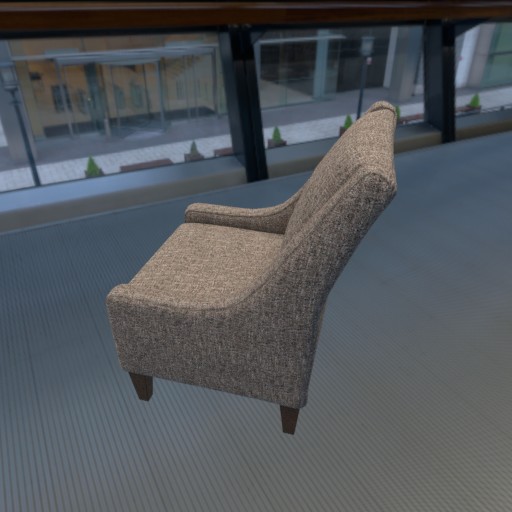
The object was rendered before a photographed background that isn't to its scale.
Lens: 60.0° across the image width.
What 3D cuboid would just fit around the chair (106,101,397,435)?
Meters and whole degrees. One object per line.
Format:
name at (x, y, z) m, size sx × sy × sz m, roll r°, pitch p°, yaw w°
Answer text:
chair at (0.000, 0.000, 1.658) m, size 0.870 × 1.014 × 0.774 m, roll 8°, pitch 33°, yaw 13°
